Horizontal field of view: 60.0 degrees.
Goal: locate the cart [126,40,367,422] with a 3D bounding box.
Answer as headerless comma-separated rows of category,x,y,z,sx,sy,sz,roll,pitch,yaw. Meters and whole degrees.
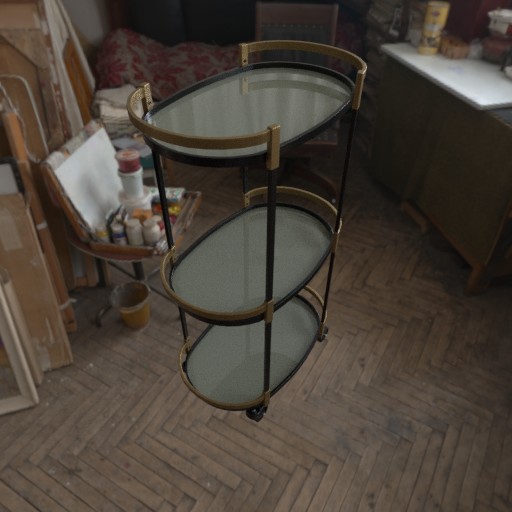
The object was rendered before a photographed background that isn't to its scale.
cart,0.000,0.000,1.117,0.311,0.885,0.515,26,48,27
